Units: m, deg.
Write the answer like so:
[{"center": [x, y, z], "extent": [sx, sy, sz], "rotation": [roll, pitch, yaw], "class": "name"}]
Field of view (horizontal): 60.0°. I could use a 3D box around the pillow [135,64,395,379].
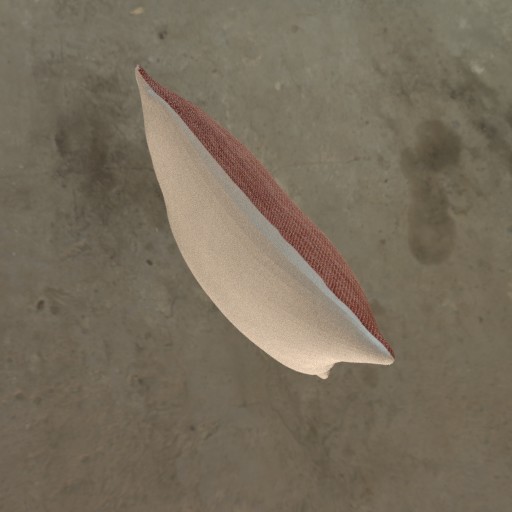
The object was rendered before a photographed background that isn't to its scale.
[{"center": [0.000, 0.000, 0.668], "extent": [0.182, 0.441, 0.440], "rotation": [-38, 78, -10], "class": "pillow"}]
